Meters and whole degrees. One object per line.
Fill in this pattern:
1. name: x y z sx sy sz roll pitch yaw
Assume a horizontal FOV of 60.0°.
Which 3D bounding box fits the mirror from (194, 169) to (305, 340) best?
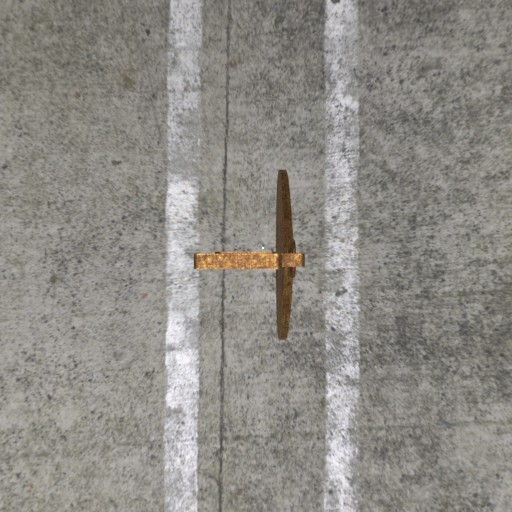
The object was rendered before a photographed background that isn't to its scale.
1. mirror: 0.000 0.000 0.912 0.144 0.744 0.405 0 91 1
